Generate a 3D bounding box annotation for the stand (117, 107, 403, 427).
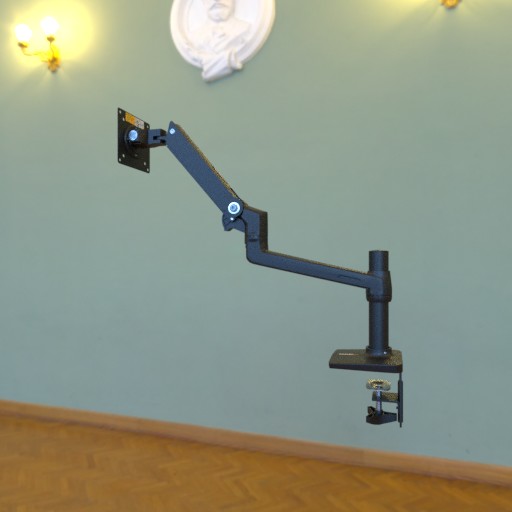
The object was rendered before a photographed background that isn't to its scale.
[{"bbox_3d":[0.000,0.000,1.033,0.650,0.713,0.152,0,0,17],"label":"stand"}]
